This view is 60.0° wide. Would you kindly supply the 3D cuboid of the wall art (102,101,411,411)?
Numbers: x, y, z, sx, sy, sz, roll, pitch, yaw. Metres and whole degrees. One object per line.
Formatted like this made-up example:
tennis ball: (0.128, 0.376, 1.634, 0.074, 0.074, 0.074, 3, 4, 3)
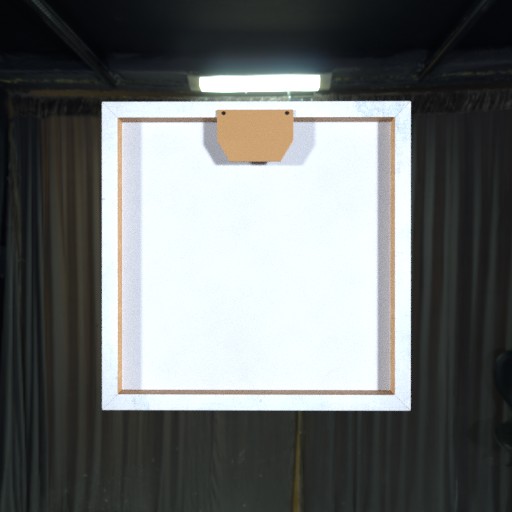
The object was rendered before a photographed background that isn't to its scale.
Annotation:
wall art: (0.000, 0.000, 0.881, 0.605, 0.605, 0.044, 0, 0, 0)
